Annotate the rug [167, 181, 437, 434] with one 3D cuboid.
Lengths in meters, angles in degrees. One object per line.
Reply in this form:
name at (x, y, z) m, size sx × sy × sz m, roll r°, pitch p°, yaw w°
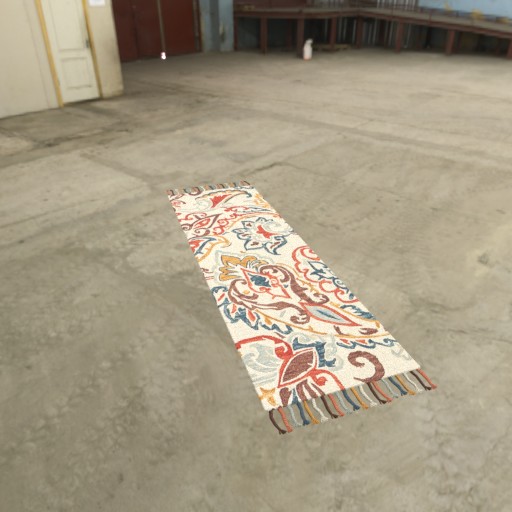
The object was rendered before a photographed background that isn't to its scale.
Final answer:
rug at (0.000, 0.000, 2.925) m, size 0.763 × 0.015 × 2.682 m, roll -10°, pitch 32°, yaw -16°
